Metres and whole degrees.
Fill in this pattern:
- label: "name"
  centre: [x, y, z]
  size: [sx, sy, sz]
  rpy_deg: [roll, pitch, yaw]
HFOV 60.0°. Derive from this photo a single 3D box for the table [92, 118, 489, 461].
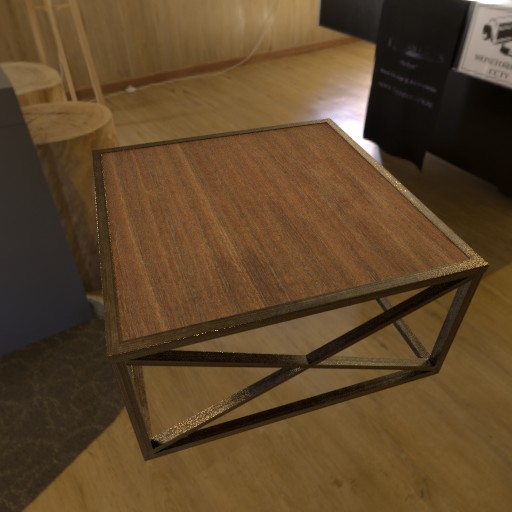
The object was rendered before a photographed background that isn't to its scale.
- label: "table"
  centre: [0.000, 0.000, 1.446]
  size: [0.899, 0.451, 0.909]
  rpy_deg: [-12, 42, -13]
